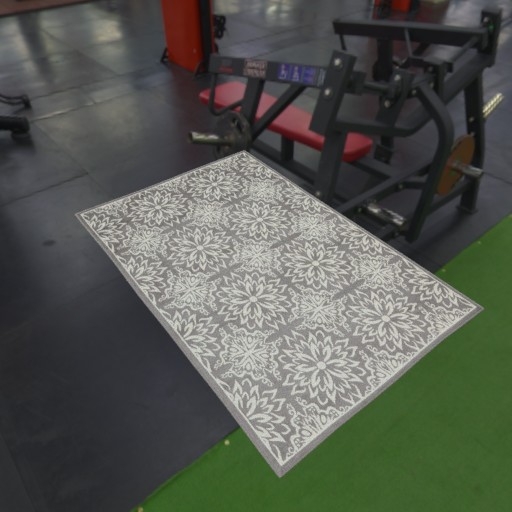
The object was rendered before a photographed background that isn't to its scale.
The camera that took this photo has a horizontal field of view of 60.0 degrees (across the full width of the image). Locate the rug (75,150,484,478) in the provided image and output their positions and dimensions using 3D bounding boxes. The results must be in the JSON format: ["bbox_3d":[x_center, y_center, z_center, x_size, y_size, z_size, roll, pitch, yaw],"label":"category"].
[{"bbox_3d":[0.000,0.000,2.296,1.224,0.012,1.847,-27,49,-27],"label":"rug"}]
